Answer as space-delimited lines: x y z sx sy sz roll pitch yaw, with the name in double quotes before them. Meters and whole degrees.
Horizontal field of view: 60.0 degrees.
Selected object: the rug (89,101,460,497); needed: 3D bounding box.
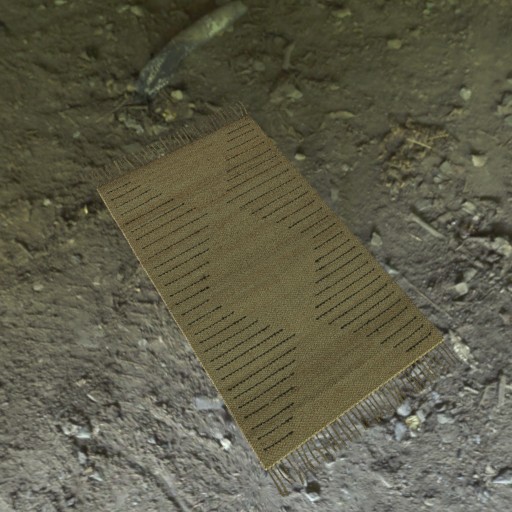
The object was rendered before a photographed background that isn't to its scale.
"rug" 0.000 0.000 1.996 0.905 0.017 1.718 -30 67 -15
